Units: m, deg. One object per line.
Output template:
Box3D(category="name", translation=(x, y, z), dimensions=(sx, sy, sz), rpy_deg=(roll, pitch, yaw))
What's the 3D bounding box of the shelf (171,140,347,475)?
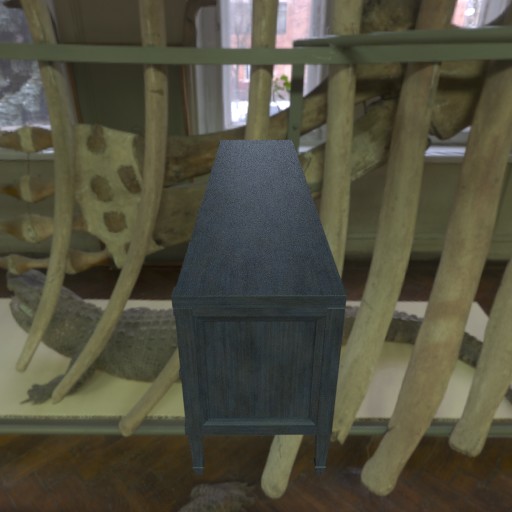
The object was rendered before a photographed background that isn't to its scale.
Box3D(category="shelf", translation=(0.000, 0.000, 2.164), dimensions=(0.471, 0.715, 1.878), rpy_deg=(0, 27, 0))
